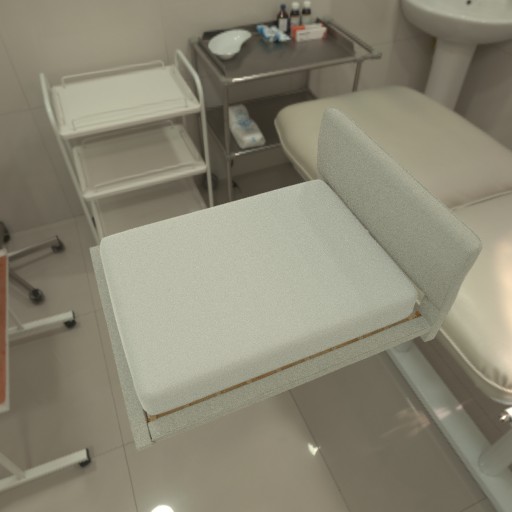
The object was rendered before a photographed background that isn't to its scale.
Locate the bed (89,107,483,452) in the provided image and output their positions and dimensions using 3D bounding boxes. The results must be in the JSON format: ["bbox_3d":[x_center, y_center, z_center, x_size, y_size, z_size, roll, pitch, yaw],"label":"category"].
[{"bbox_3d":[0.000,0.000,3.338,2.368,1.067,1.840,-17,50,-15],"label":"bed"}]
